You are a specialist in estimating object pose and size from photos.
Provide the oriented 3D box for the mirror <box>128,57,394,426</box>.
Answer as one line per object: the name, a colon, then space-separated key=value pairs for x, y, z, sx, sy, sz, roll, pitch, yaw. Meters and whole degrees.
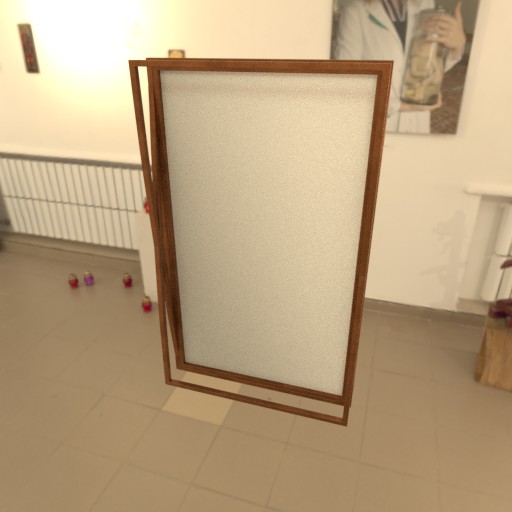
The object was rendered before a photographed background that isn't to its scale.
mirror: x=0.000 y=0.000 z=0.948 sx=0.468 sy=0.768 sz=0.082 roll=8 pitch=27 yaw=16
